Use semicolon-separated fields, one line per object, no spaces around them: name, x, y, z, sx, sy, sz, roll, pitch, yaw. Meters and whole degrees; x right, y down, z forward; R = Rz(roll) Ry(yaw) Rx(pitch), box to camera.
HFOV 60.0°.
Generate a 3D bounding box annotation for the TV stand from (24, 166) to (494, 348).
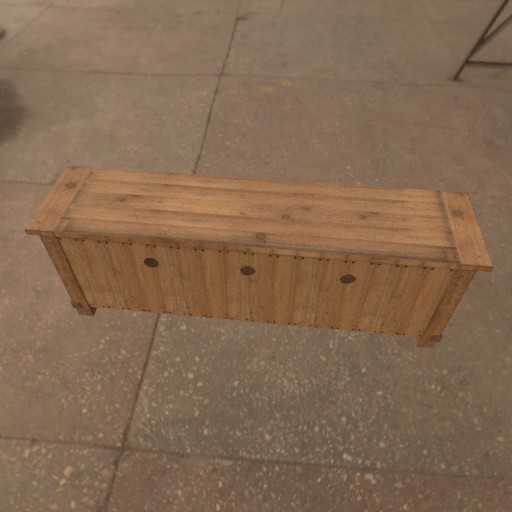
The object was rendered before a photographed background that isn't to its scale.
TV stand;0.000;0.000;2.051;1.804;0.573;0.453;5;47;4
